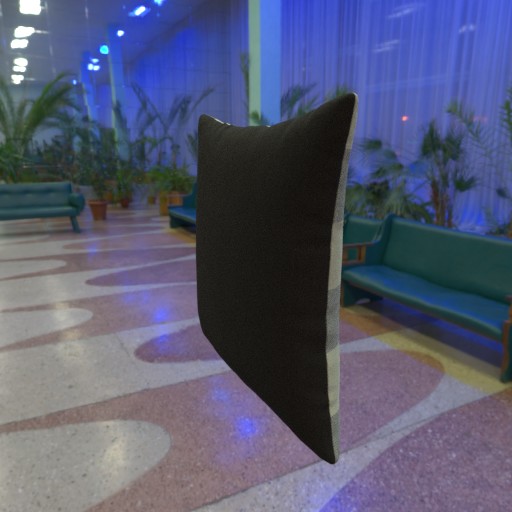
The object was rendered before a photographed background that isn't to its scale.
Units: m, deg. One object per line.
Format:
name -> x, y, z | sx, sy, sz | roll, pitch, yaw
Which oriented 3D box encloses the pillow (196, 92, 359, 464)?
pillow -> 0.000, 0.000, 0.794 | 0.161, 0.509, 0.511 | -7, 16, -26
